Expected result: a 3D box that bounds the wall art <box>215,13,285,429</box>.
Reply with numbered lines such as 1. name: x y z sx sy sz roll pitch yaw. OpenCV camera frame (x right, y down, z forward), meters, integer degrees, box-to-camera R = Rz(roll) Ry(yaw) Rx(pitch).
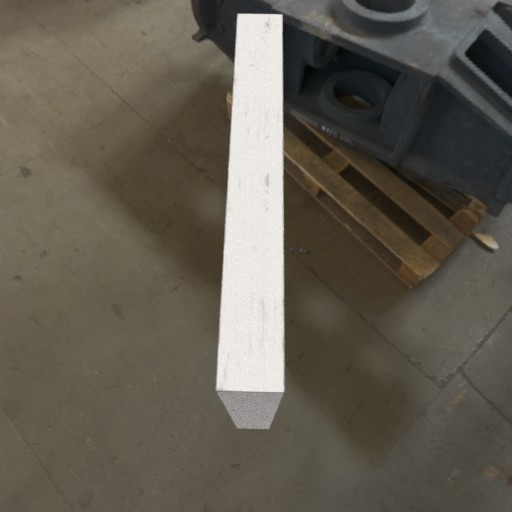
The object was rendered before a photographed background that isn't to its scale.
1. wall art: 0.000 0.000 0.445 0.038 0.305 0.305 1 65 1
